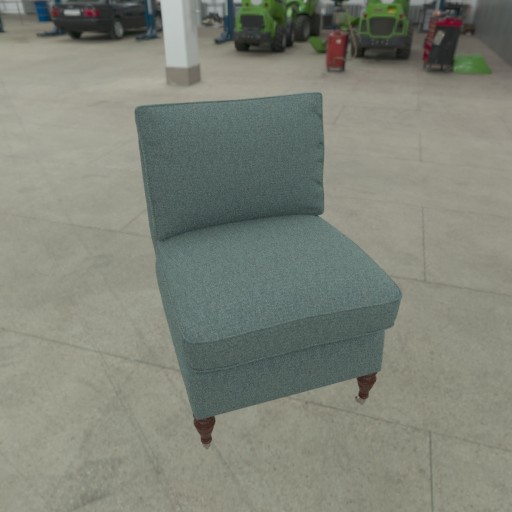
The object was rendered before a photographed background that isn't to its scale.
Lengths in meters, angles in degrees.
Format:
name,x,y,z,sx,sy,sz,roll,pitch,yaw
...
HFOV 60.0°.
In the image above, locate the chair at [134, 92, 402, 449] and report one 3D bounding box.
name,x,y,z,sx,sy,sz,roll,pitch,yaw
chair,0.000,0.000,1.439,0.624,0.901,0.796,-10,33,-16
